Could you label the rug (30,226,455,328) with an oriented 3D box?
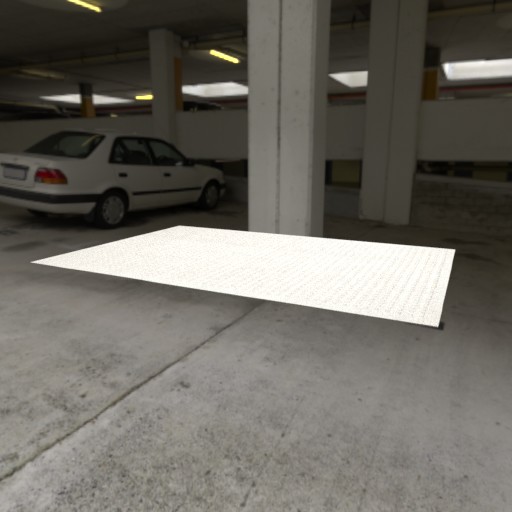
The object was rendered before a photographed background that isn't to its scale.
[{"bbox_3d":[0.000,0.000,2.843,2.289,0.006,1.523,6,15,25],"label":"rug"}]
